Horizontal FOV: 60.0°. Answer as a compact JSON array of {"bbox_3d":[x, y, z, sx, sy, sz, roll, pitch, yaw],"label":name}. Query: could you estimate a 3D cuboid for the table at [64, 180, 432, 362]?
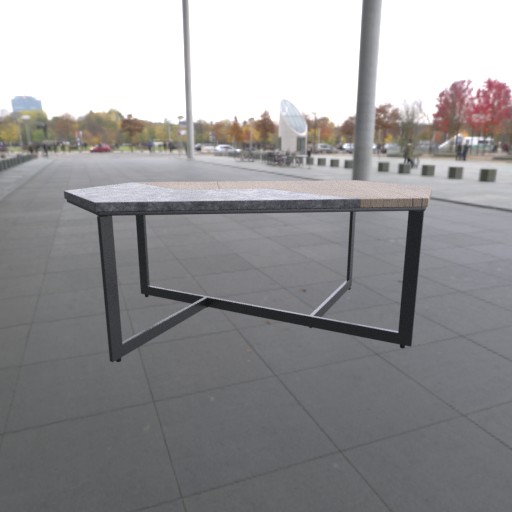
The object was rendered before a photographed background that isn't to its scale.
[{"bbox_3d":[0.000,0.000,1.517,1.219,0.457,0.609,-2,14,-6],"label":"table"}]
